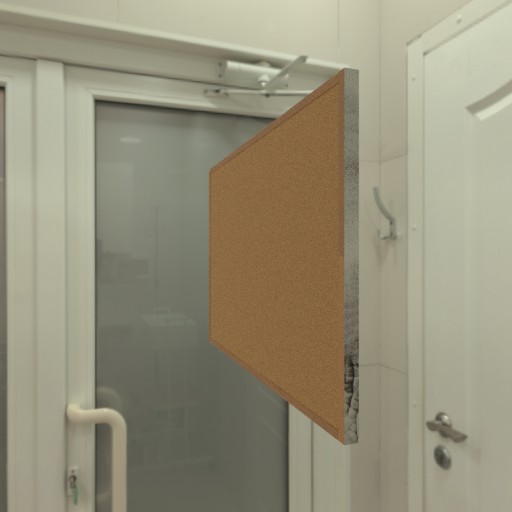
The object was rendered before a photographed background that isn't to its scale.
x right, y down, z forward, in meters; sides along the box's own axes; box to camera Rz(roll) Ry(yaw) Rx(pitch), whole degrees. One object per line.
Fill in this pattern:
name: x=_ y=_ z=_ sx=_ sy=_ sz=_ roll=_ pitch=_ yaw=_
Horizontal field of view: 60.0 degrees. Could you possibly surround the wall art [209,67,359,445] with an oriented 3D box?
wall art: x=0.000 y=0.000 z=1.431 sx=0.035 sy=0.758 sz=1.141 roll=0 pitch=0 yaw=-20
